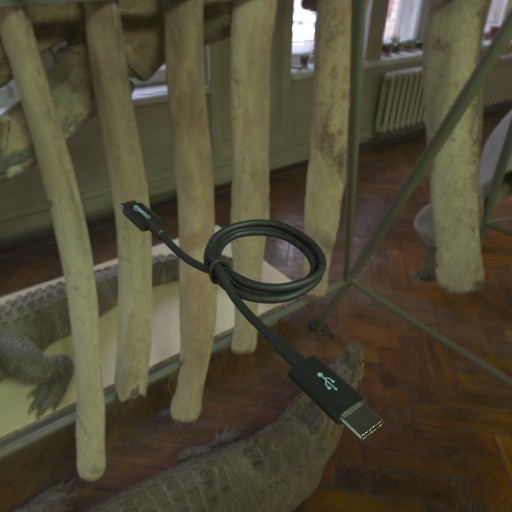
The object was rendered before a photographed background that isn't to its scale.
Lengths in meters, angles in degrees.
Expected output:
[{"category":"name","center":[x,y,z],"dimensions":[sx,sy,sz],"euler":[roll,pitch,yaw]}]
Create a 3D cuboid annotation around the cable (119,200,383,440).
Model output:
[{"category":"cable","center":[0.000,0.000,0.224],"dimensions":[0.070,0.014,0.203],"euler":[-22,39,-30]}]
